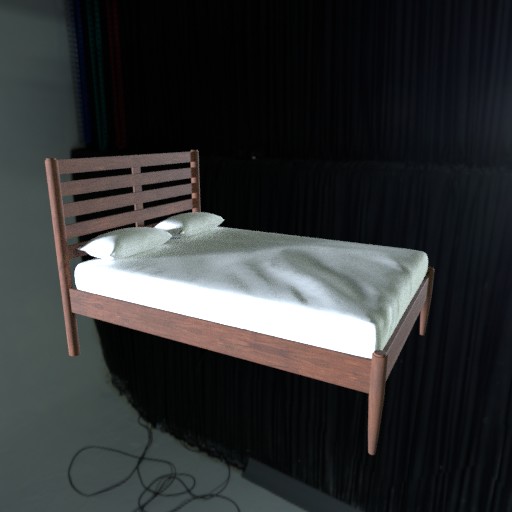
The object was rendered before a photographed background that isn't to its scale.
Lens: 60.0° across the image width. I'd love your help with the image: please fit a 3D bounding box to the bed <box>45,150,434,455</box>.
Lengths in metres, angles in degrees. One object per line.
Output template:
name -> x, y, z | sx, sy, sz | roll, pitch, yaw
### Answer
bed -> 0.000, 0.000, 2.981 | 2.093, 1.304, 1.509 | 8, 18, 28
